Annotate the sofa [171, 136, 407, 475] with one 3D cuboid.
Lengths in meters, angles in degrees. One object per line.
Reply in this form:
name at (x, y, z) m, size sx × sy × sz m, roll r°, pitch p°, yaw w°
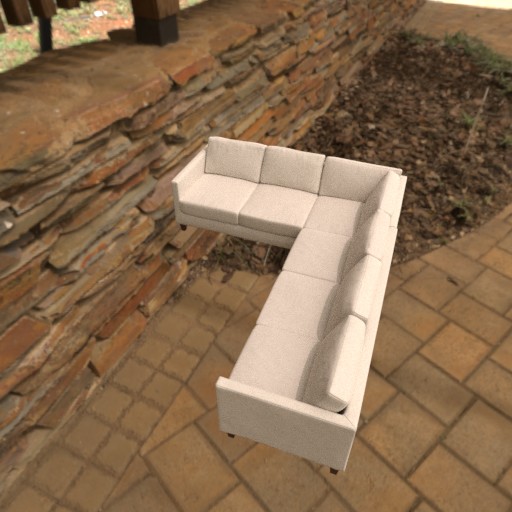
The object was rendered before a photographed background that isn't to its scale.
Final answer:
sofa at (0.000, 0.000, 4.235) m, size 2.432 × 0.863 × 3.182 m, roll 13°, pitch 42°, yaw 15°
